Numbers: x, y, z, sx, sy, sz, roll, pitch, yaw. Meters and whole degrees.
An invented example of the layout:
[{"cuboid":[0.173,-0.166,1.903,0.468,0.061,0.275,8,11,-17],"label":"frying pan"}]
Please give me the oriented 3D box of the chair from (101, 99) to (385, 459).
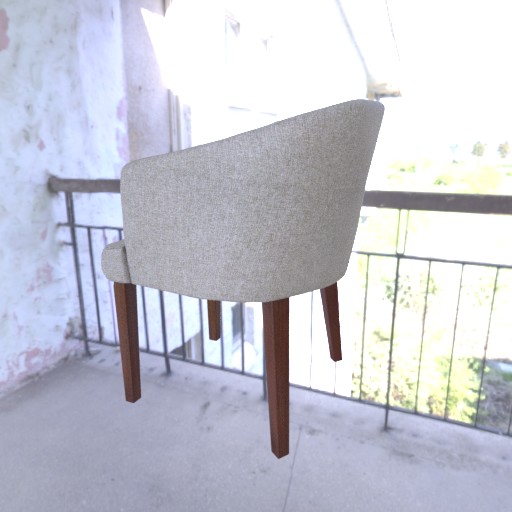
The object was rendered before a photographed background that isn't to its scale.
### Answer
[{"cuboid":[0.000,0.000,1.252,0.655,0.811,0.583,7,16,25],"label":"chair"}]
